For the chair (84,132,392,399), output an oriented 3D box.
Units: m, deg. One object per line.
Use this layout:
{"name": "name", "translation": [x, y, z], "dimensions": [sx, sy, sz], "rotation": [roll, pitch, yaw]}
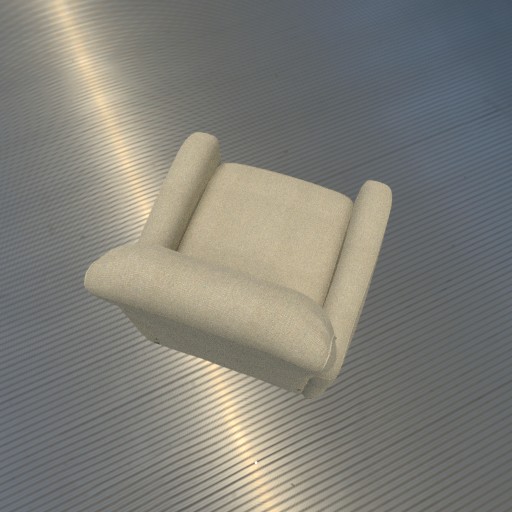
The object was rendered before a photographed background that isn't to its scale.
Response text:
{"name": "chair", "translation": [0.000, 0.000, 1.640], "dimensions": [0.850, 1.006, 0.853], "rotation": [18, 66, 8]}
